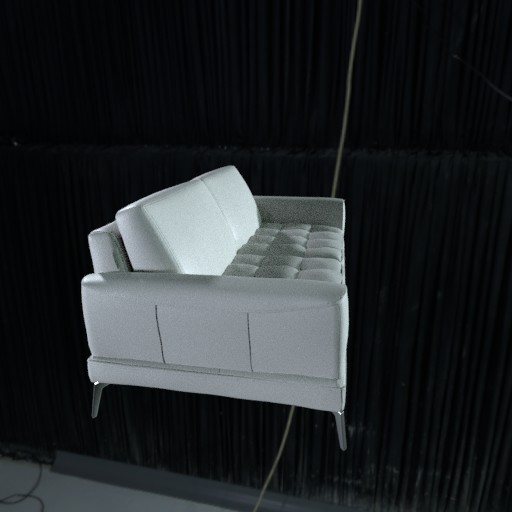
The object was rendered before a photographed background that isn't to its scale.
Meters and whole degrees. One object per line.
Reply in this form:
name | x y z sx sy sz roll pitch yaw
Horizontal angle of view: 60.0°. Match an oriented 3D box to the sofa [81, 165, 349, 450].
sofa | 0.000 0.000 2.711 1.121 0.930 2.177 3 17 10
